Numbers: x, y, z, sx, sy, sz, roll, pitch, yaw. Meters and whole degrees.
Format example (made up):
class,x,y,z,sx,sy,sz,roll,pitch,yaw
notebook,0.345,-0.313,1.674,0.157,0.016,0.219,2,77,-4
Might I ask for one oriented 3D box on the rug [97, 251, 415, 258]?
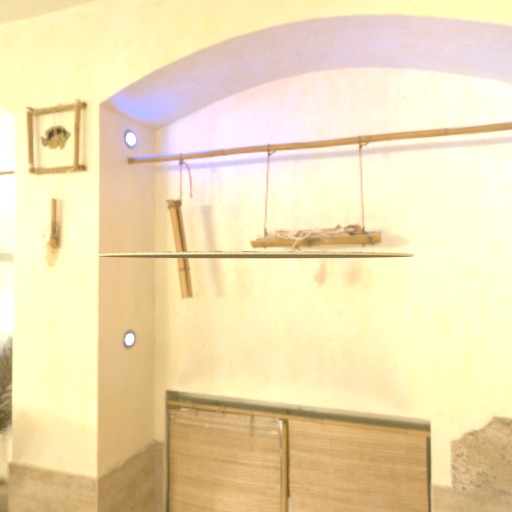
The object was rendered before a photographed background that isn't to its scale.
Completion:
class,x,y,z,sx,sy,sz,roll,pitch,yaw
rug,0.000,0.000,2.363,1.593,0.012,1.593,0,-1,0
